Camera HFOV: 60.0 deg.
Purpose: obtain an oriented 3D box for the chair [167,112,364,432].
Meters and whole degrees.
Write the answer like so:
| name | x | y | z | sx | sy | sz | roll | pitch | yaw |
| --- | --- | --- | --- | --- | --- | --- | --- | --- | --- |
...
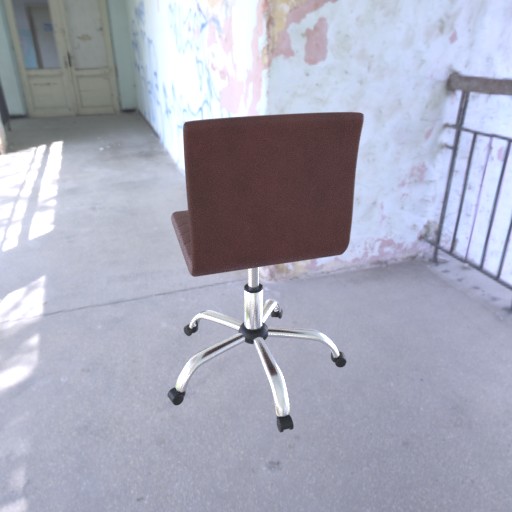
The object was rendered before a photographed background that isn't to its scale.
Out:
| name | x | y | z | sx | sy | sz | roll | pitch | yaw |
| --- | --- | --- | --- | --- | --- | --- | --- | --- | --- |
| chair | 0.000 | 0.000 | 1.197 | 0.556 | 0.780 | 0.530 | -8 | 28 | -16 |
